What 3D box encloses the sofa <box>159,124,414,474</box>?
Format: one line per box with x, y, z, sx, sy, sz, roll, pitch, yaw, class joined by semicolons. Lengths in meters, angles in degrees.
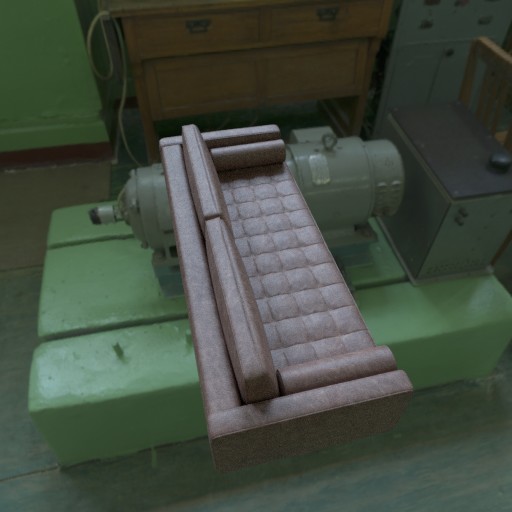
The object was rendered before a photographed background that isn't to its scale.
0.000;0.000;2.669;0.914;0.762;2.210;-10;48;-9;sofa
